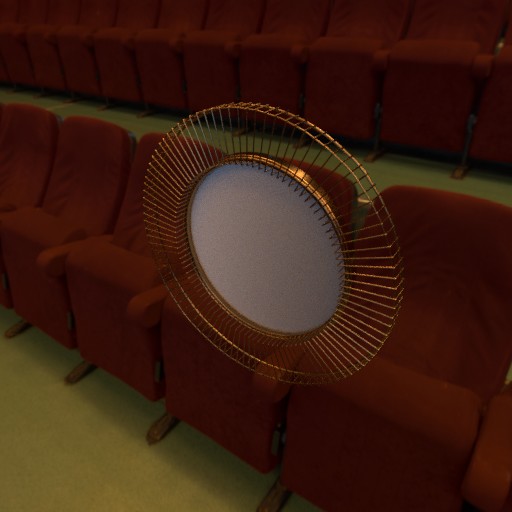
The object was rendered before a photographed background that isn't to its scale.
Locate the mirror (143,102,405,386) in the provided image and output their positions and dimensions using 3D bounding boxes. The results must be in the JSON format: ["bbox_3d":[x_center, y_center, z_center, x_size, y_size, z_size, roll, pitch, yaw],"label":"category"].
[{"bbox_3d":[0.000,0.000,1.065,0.703,0.703,0.067,19,35,29],"label":"mirror"}]
